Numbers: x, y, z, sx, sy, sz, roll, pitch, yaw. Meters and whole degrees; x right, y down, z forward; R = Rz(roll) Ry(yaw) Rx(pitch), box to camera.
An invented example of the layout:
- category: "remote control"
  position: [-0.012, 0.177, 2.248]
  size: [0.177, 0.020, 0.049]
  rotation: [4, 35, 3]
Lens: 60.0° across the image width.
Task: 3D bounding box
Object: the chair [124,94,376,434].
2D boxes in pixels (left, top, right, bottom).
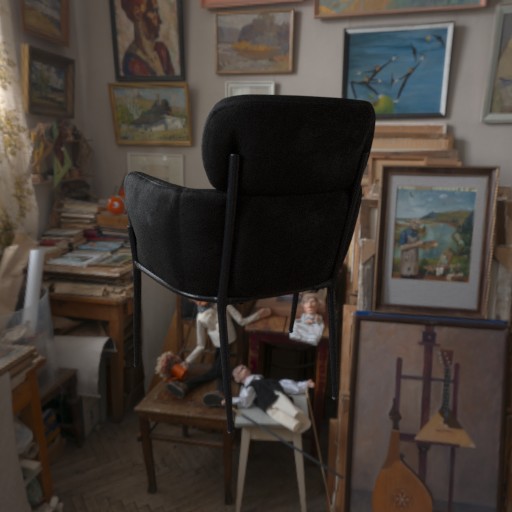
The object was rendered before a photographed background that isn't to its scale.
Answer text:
- category: "chair"
  position: [0.000, 0.000, 1.271]
  size: [0.640, 0.818, 0.604]
  rotation: [-7, 16, -27]
